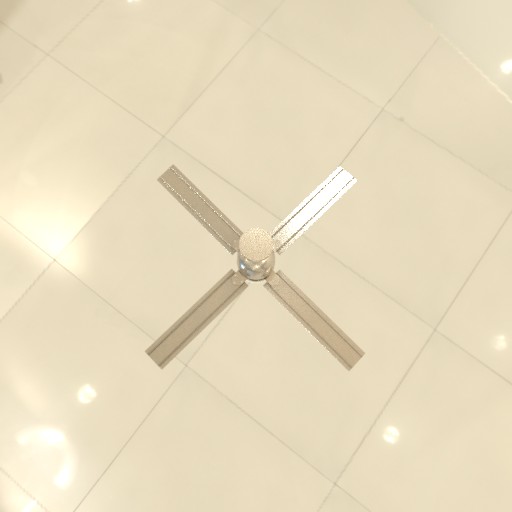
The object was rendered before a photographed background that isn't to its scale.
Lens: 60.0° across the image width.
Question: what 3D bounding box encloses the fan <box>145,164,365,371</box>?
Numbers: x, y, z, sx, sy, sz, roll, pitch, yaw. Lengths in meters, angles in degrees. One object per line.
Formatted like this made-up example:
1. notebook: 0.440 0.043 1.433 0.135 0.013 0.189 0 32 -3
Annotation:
1. fan: 0.000 0.000 2.058 1.346 0.406 1.346 43 80 10
